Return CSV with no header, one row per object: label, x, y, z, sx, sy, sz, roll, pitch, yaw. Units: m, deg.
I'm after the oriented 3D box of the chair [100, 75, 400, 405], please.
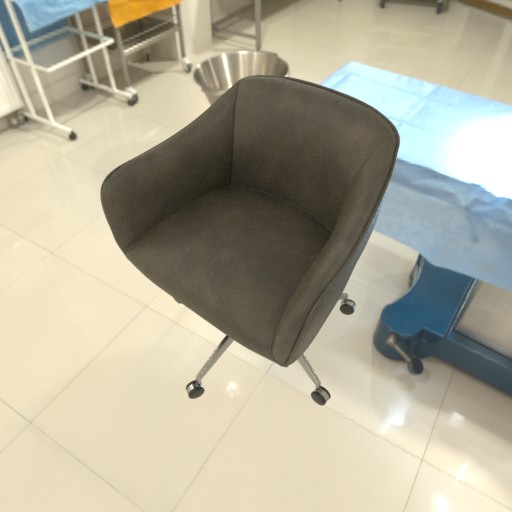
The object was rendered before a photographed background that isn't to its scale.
chair,0.000,0.000,1.348,0.713,0.827,0.689,30,53,26
